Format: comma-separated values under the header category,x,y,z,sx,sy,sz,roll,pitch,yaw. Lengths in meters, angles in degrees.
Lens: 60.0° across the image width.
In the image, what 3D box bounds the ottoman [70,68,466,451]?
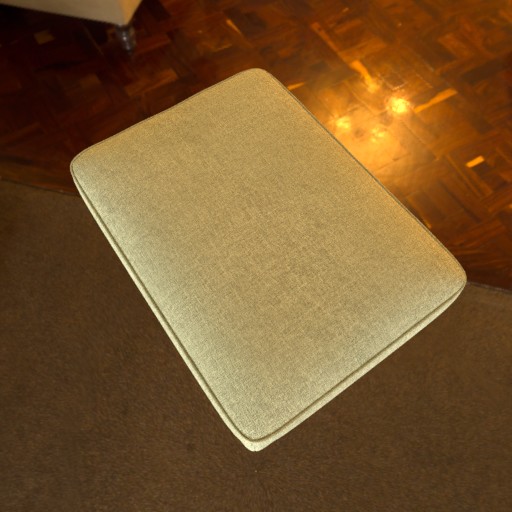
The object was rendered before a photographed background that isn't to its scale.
category,x,y,z,sx,sy,sz,roll,pitch,yaw
ottoman,0.000,0.000,1.301,0.661,0.561,0.889,-32,68,-15
